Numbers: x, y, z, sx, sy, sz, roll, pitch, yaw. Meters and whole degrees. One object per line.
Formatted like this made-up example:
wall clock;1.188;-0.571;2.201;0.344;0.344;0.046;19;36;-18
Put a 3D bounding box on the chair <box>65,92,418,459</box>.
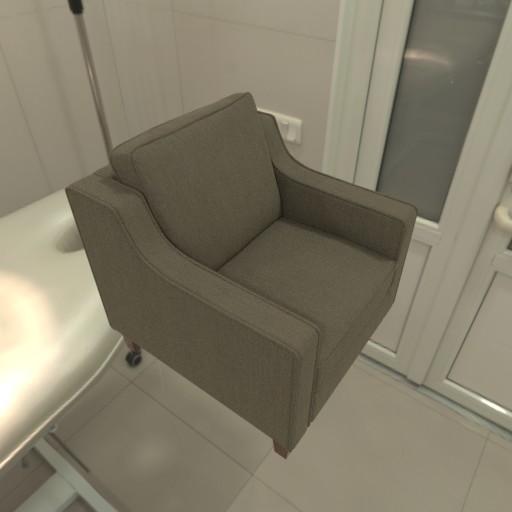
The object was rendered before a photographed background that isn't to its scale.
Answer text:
chair;0.000;0.000;1.666;0.909;0.960;0.831;26;47;27
